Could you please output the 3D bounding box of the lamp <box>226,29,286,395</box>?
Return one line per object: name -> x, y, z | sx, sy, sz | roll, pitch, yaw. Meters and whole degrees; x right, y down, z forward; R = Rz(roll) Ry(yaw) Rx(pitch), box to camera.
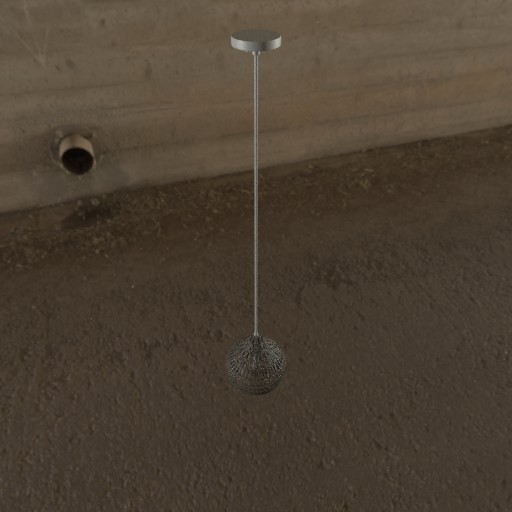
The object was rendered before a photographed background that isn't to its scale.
lamp -> 0.000, 0.000, 2.094 | 0.355, 1.919, 0.355 | 25, 46, 27
